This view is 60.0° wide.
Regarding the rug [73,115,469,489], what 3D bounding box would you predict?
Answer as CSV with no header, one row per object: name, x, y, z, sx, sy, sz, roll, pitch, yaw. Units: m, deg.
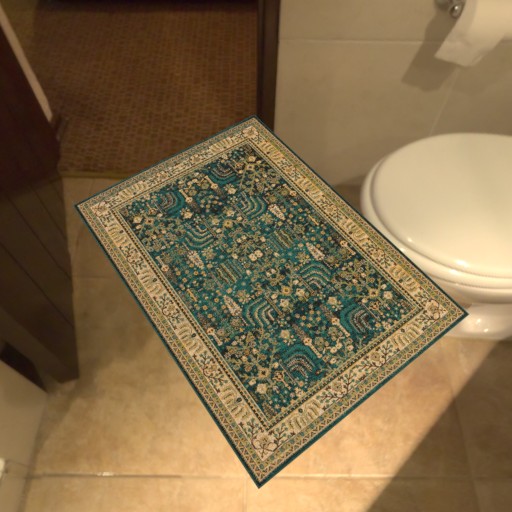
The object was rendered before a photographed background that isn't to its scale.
rug,0.000,0.000,2.920,1.594,0.013,2.213,-32,63,-18
